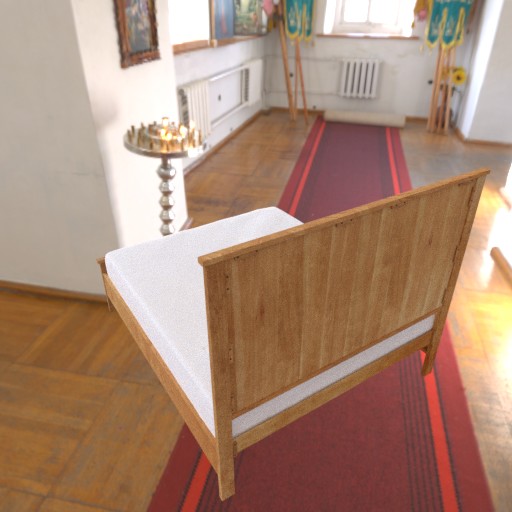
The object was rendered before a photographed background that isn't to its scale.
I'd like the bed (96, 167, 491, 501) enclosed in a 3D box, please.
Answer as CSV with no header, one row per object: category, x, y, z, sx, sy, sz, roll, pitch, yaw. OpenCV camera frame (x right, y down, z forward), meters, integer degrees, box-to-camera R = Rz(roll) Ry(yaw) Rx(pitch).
bed,0.000,0.000,3.950,2.225,1.938,2.530,-18,36,-28
